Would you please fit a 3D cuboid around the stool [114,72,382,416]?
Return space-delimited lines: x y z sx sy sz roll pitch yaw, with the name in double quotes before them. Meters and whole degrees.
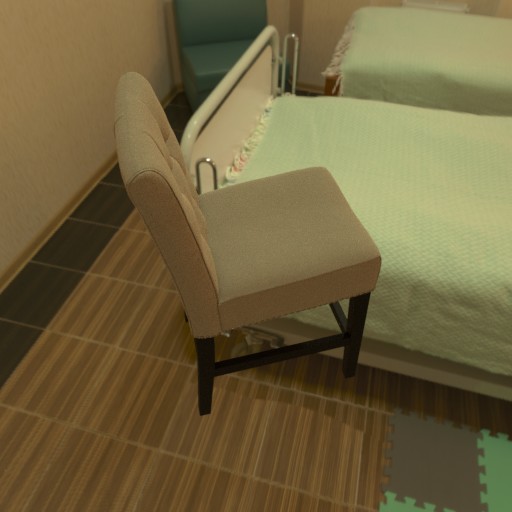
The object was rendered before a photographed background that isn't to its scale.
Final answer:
"stool" 0.000 0.000 1.197 0.571 0.885 0.427 -10 46 -10
